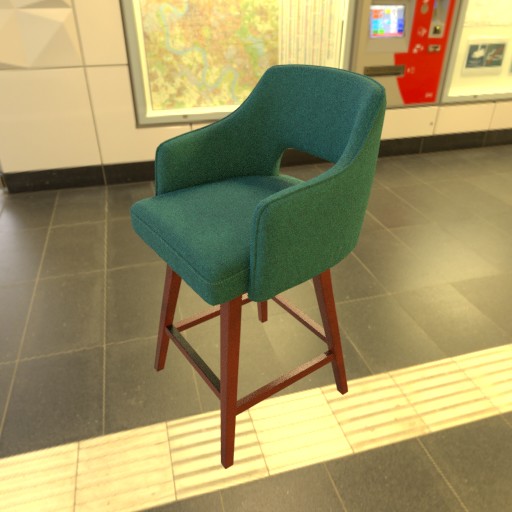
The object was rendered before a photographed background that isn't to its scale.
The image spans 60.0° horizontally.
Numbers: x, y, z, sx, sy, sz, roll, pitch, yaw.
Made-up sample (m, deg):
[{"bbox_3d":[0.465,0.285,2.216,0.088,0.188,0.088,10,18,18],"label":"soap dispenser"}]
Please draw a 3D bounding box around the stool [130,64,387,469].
[{"bbox_3d":[0.000,0.000,1.275,0.556,0.961,0.548,-20,37,-30],"label":"stool"}]
